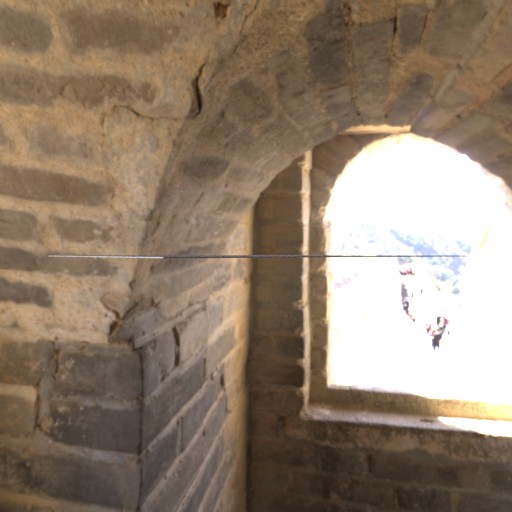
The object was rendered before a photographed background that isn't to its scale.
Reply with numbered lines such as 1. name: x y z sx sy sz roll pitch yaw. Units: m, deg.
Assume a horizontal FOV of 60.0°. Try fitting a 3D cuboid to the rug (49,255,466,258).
1. rug: 0.000 0.000 4.117 3.045 0.008 2.421 0 0 -38
